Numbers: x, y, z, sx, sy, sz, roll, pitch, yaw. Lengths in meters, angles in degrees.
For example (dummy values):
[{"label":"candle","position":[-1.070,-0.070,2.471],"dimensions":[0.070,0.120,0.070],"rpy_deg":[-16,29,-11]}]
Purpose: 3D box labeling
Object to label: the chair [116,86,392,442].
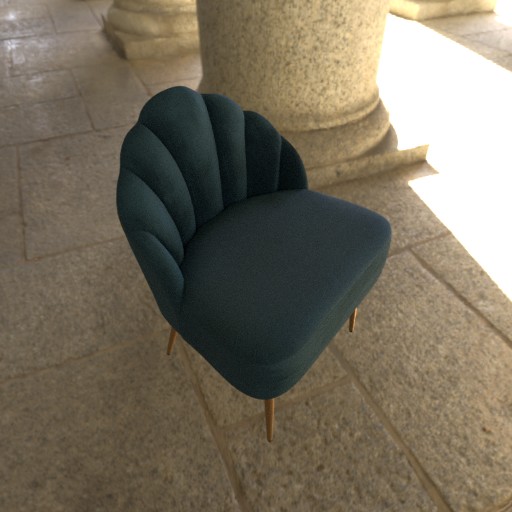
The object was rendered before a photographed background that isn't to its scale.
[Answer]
[{"label":"chair","position":[0.000,0.000,1.262],"dimensions":[0.599,0.819,0.657],"rpy_deg":[26,48,27]}]
